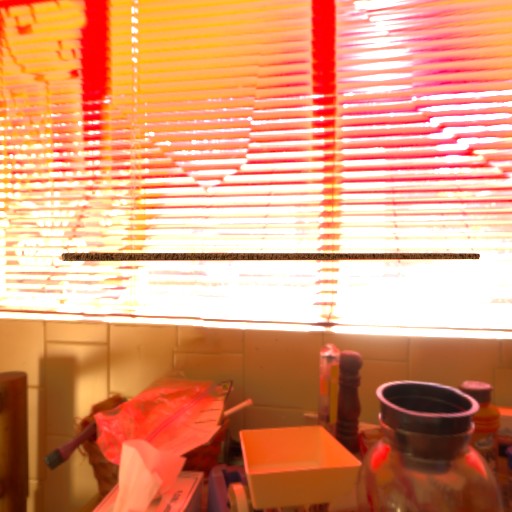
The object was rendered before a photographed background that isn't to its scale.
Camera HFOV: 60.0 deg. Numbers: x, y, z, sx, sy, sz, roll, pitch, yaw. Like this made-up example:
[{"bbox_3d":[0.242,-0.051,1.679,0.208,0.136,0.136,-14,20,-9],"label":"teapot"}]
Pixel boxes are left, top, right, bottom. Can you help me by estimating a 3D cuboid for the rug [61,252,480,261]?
[{"bbox_3d":[0.000,0.000,2.328,1.778,0.030,1.219,0,0,-19],"label":"rug"}]
